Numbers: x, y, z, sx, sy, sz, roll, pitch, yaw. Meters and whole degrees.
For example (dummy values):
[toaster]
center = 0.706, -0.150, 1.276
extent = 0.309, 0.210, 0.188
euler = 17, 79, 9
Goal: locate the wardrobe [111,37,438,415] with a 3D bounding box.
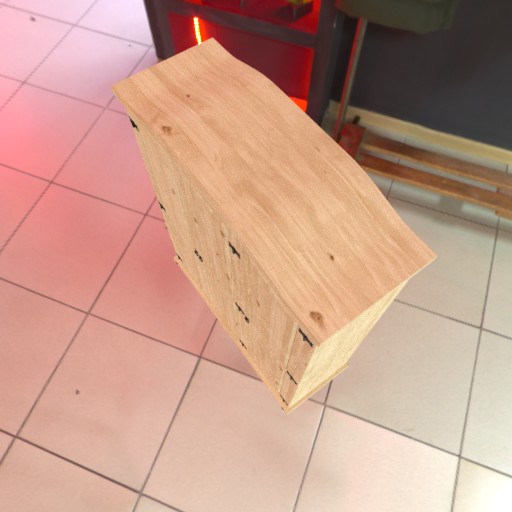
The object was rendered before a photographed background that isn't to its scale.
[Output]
[wardrobe]
center = 0.000, 0.000, 2.607
extent = 0.570, 1.870, 1.500
euler = -33, 68, -16
